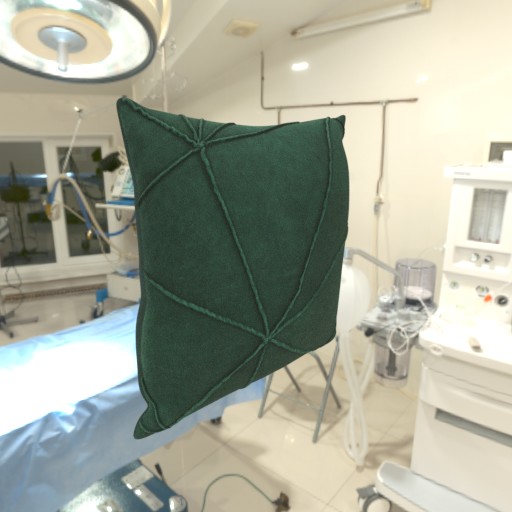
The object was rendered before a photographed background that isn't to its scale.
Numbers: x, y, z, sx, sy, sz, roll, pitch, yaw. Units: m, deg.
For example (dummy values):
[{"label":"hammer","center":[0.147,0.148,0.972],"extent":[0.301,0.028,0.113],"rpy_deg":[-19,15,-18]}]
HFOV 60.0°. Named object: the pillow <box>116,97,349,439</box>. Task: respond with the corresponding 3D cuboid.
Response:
[{"label":"pillow","center":[0.000,0.000,0.682],"extent":[0.439,0.440,0.184],"rpy_deg":[-14,21,-42]}]
